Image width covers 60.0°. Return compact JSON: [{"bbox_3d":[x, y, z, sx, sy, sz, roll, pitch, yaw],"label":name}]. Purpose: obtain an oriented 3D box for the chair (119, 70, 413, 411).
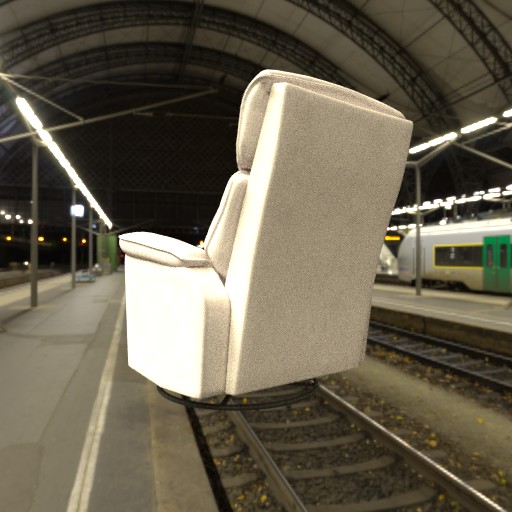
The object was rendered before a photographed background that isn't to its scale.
[{"bbox_3d":[0.000,0.000,1.696,0.820,1.039,1.001,0,0,-37],"label":"chair"}]
